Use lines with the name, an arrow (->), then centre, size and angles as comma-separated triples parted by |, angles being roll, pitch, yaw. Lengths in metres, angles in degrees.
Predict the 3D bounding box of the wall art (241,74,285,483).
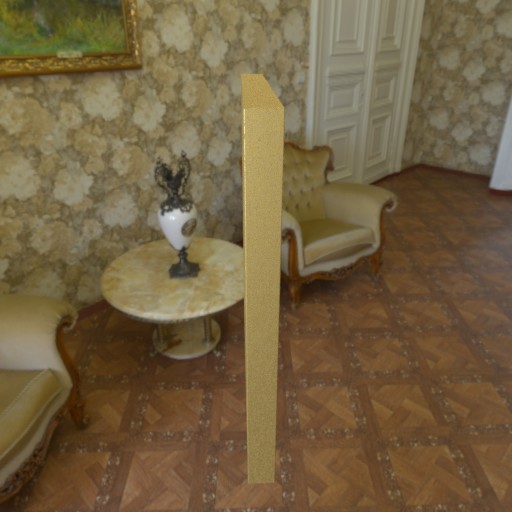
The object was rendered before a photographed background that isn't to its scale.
wall art -> 0.000, 0.000, 0.891 | 0.048, 0.642, 0.537 | -1, 26, -2
